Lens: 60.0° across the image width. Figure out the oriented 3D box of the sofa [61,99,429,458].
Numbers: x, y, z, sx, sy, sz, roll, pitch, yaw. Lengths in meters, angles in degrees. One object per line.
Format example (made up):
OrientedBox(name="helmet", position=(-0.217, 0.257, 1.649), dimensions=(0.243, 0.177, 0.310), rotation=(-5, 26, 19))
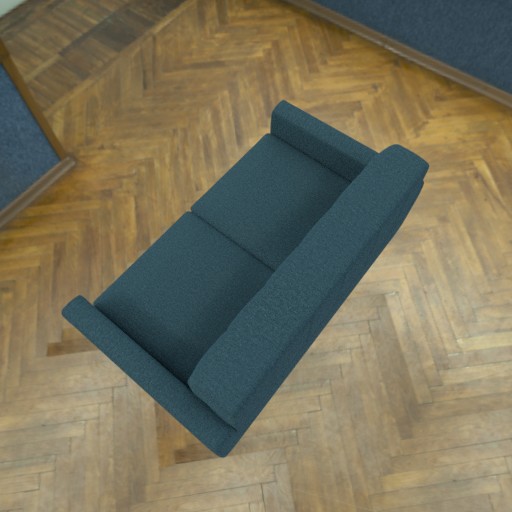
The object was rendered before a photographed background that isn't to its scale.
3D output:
OrientedBox(name="sofa", position=(0.000, 0.000, 2.252), dimensions=(0.942, 0.896, 1.651), rotation=(36, 69, 16))
